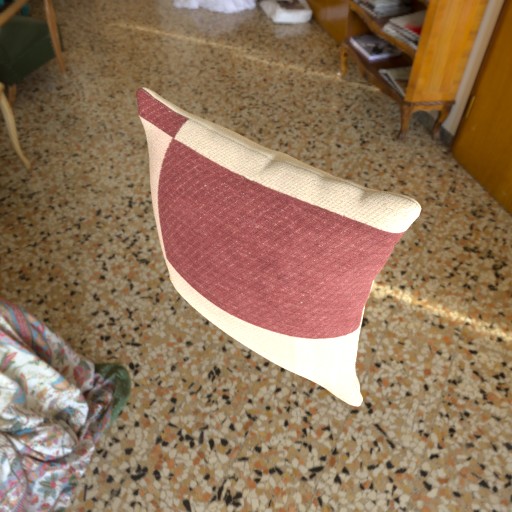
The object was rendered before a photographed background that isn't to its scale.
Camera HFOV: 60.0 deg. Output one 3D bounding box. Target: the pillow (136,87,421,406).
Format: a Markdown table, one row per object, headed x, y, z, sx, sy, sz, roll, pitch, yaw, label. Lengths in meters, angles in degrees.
| x | y | z | sx | sy | sz | roll | pitch | yaw | label |
| --- | --- | --- | --- | --- | --- | --- | --- | --- | --- |
| 0.000 | 0.000 | 0.812 | 0.536 | 0.506 | 0.229 | 31 | 54 | 26 | pillow |
